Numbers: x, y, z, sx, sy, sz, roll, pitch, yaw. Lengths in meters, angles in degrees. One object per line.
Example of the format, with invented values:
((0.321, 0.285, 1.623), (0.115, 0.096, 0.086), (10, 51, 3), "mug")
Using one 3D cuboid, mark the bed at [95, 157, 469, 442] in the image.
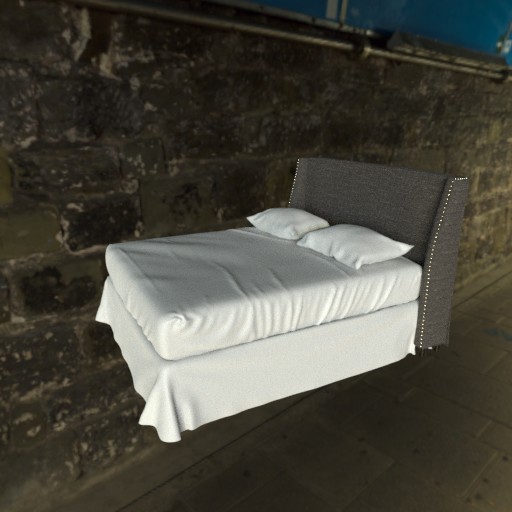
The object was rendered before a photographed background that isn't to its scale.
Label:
((0.000, 0.000, 3.454), (2.276, 1.332, 1.925), (-9, 19, -26), "bed")
